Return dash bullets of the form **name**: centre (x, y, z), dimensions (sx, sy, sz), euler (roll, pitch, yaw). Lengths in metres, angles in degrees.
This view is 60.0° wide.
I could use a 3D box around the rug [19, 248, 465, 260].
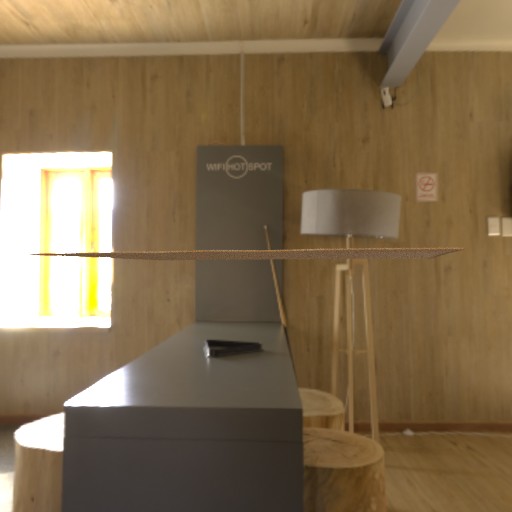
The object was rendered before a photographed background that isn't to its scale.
- **rug**: centre (0.000, 0.000, 2.710), dimensions (2.135, 0.013, 1.524), euler (-1, -2, 17)
